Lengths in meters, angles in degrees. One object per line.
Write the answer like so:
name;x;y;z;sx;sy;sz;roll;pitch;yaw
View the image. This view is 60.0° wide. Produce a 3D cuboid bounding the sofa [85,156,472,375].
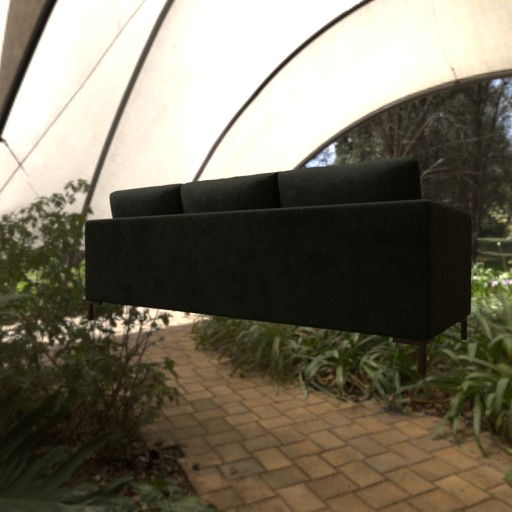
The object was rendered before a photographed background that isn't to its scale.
sofa;0.000;0.000;2.645;2.218;0.870;0.859;1;1;36
